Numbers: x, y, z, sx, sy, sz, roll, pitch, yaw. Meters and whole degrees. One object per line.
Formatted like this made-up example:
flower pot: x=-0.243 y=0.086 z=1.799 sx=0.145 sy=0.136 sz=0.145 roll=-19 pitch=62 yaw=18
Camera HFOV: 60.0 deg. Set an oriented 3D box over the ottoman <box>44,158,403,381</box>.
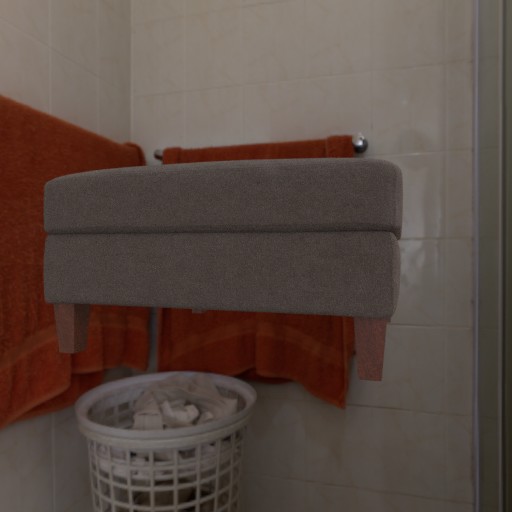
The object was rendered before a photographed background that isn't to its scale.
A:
ottoman: x=0.000 y=0.000 z=1.372 sx=0.861 sy=0.482 sz=0.881 roll=0 pitch=1 yaw=18
